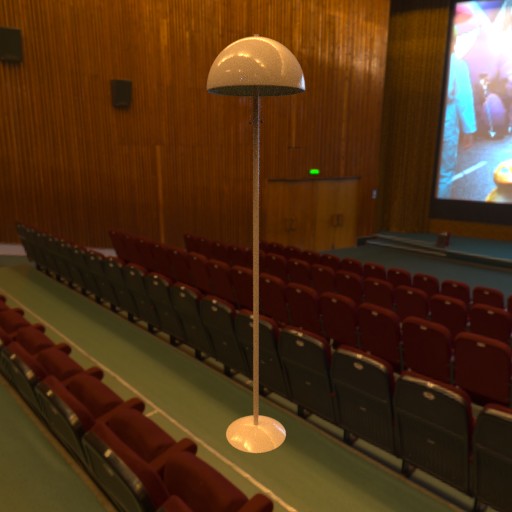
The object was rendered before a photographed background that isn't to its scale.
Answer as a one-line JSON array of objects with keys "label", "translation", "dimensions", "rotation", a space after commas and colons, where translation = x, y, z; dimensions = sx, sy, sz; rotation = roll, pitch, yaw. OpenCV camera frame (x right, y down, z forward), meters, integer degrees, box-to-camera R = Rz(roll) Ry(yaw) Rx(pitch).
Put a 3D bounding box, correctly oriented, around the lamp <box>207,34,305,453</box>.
[{"label": "lamp", "translation": [0.000, 0.000, 1.617], "dimensions": [0.328, 1.480, 0.328], "rotation": [-14, 19, -43]}]
